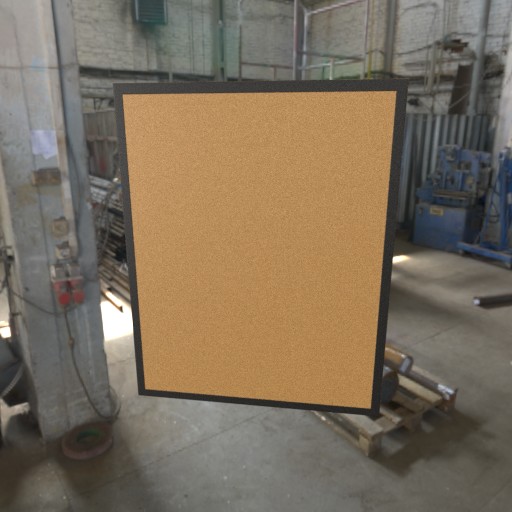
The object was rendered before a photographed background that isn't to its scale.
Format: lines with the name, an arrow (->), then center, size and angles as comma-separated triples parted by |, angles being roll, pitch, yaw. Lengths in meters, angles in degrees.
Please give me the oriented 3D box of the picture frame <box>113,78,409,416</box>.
picture frame -> 0.000, 0.000, 0.718 | 0.421, 0.526, 0.046 | 2, 16, 8
